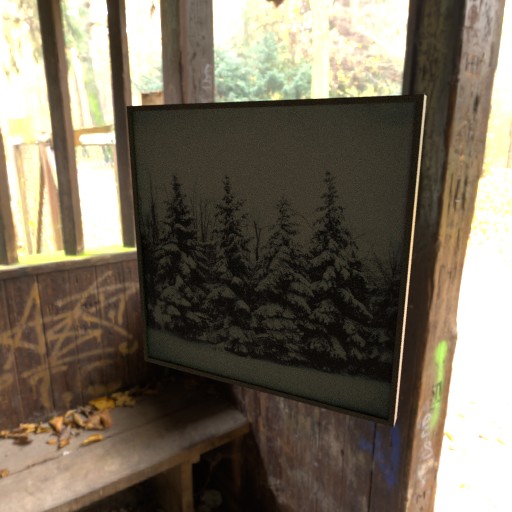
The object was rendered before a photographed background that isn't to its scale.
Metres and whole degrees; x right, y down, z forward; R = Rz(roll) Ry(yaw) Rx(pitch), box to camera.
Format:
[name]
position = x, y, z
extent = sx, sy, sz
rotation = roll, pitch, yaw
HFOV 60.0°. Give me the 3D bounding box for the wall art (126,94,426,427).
[wall art]
position = 0.000, 0.000, 1.149
extent = 0.758, 0.758, 0.039
rotation = 7, 16, 25
